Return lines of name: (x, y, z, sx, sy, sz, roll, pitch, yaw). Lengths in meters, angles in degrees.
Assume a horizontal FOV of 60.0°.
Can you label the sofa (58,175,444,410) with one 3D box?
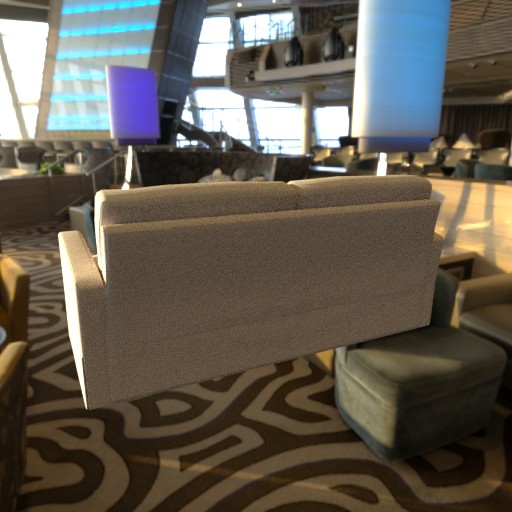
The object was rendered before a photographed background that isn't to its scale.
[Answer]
sofa: (0.000, 0.000, 2.283, 1.808, 0.831, 0.894, -7, 16, -26)
